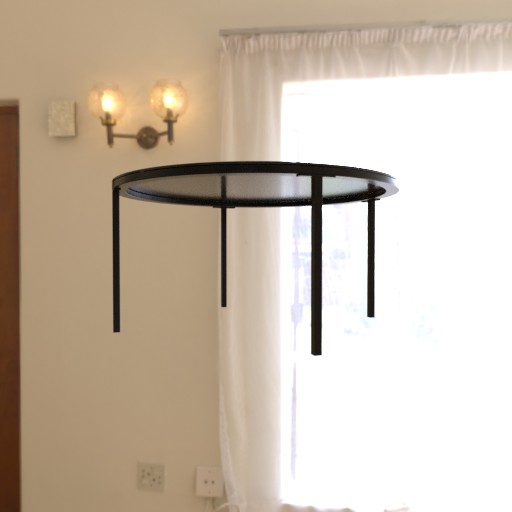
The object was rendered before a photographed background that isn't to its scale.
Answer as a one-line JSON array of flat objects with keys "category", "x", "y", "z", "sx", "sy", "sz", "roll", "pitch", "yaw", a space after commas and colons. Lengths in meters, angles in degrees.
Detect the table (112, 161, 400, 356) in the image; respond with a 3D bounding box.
[{"category": "table", "x": 0.000, "y": 0.000, "z": 1.296, "sx": 0.800, "sy": 0.400, "sz": 0.800, "roll": 0, "pitch": 1, "yaw": 0}]
